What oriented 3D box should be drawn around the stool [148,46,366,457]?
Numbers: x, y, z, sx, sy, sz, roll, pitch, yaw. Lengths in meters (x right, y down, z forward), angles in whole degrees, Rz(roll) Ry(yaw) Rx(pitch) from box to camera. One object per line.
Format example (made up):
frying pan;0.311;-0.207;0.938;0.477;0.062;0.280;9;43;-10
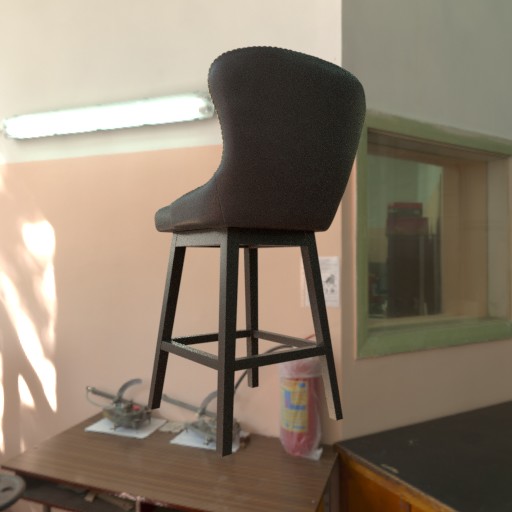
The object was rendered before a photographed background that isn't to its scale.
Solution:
stool;0.000;0.000;1.316;0.528;0.971;0.593;0;-1;-37
